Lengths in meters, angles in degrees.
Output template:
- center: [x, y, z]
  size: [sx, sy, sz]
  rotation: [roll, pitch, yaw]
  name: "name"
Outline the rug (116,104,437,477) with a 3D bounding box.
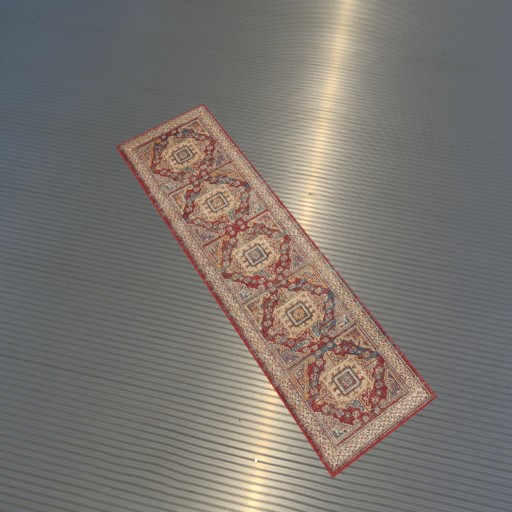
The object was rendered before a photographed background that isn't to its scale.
- center: [0.000, 0.000, 2.537]
  size: [0.659, 0.015, 2.292]
  rotation: [-31, 69, -13]
  name: "rug"
